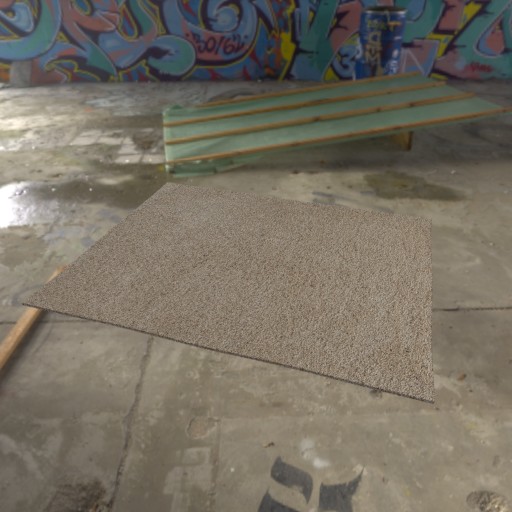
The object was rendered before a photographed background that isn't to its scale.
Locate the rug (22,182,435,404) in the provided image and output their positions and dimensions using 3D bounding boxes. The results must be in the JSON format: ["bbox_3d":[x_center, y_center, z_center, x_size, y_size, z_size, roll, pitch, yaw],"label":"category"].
[{"bbox_3d":[0.000,0.000,3.969,3.000,0.025,2.400,10,34,15],"label":"rug"}]
